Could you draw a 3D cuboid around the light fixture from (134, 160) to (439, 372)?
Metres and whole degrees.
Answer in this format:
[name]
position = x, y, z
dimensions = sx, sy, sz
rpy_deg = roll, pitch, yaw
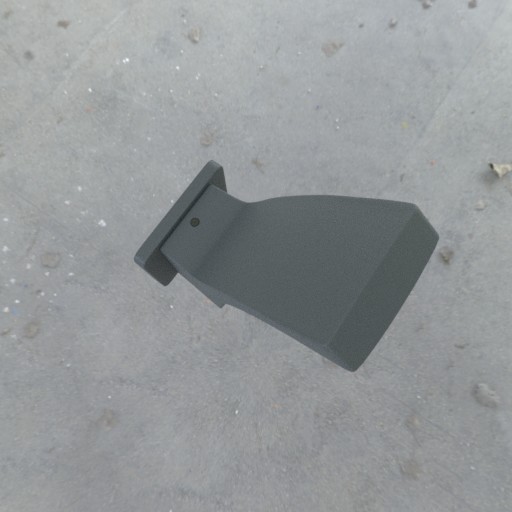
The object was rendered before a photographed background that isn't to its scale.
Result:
[light fixture]
position = 0.000, 0.000, 0.327
dimensions = 0.174, 0.243, 0.108
rpy_deg = 34, 79, 8
